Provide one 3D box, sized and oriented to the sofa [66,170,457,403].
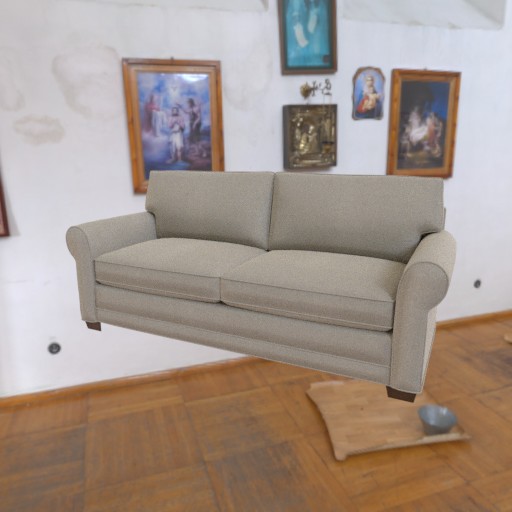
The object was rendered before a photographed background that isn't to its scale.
[{"bbox_3d":[0.000,0.000,2.627,2.146,0.962,0.901,6,15,25],"label":"sofa"}]
